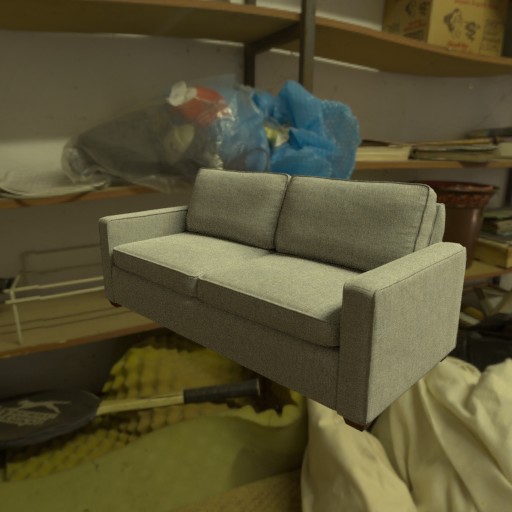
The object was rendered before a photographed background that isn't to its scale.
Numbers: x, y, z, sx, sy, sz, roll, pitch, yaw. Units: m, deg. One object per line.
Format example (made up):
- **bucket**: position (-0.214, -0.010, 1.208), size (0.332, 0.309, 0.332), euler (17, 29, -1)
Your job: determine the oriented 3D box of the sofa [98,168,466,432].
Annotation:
- **sofa**: position (0.000, 0.000, 2.606), size (2.078, 0.918, 0.945), euler (14, 21, 42)
